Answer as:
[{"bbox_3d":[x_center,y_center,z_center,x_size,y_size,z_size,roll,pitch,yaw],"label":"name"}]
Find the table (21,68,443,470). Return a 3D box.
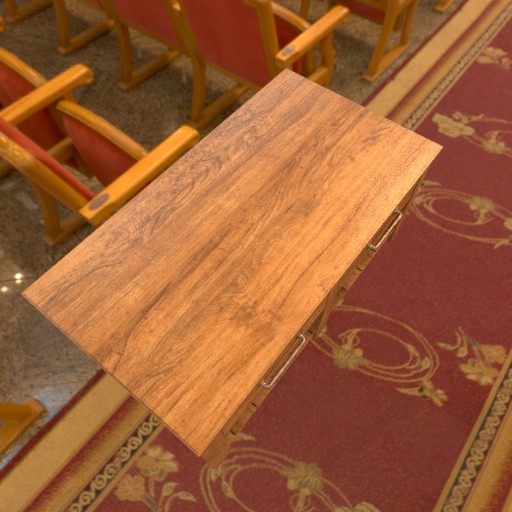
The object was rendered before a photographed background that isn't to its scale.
[{"bbox_3d":[0.000,0.000,1.474,0.635,0.480,1.150,34,65,18],"label":"table"}]
